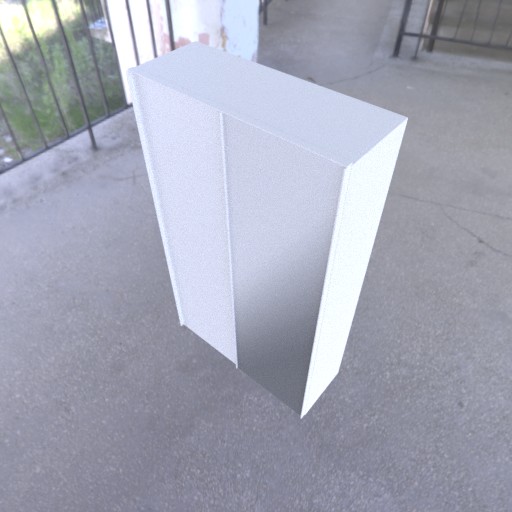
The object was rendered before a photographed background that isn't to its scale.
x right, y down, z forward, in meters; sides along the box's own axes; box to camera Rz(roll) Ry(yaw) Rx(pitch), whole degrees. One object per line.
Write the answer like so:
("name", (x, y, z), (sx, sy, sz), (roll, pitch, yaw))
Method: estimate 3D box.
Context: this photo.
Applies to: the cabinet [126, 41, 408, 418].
("cabinet", (0.000, 0.000, 2.774), (1.250, 2.160, 0.480), (31, 54, 26))
